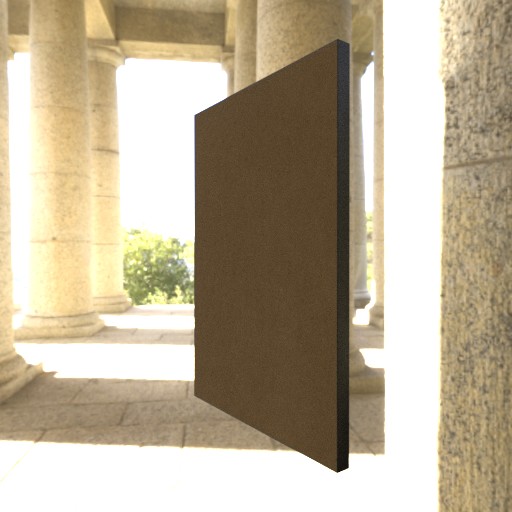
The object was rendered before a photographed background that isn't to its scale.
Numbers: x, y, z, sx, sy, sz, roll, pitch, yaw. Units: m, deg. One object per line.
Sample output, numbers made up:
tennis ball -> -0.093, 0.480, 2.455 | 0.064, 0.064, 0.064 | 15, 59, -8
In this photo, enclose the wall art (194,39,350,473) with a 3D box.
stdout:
wall art -> 0.000, 0.000, 0.596 | 0.019, 0.455, 0.314 | 0, 0, -36
